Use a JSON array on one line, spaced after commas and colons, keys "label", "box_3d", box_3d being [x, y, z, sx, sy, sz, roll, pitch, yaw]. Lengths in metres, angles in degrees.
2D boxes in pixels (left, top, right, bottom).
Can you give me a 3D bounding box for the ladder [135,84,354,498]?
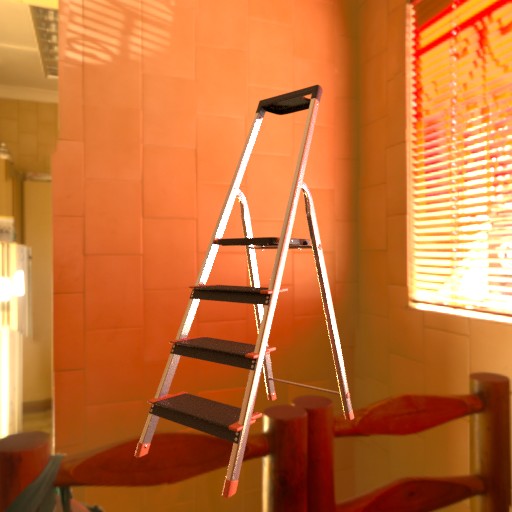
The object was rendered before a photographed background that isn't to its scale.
[{"label": "ladder", "box_3d": [0.000, 0.000, 1.770, 0.452, 1.429, 0.834, 0, 0, 39]}]
